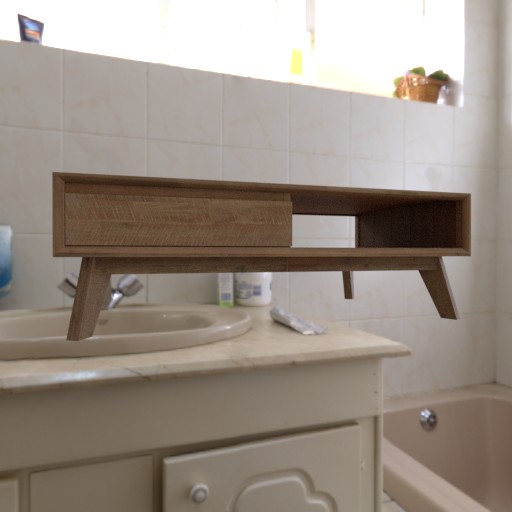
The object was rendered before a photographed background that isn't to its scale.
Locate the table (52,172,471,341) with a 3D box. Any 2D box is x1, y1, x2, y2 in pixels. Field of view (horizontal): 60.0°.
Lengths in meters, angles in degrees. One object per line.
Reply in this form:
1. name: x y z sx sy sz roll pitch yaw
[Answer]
1. table: 0.000 0.000 2.058 1.619 0.531 0.918 0 0 -18
